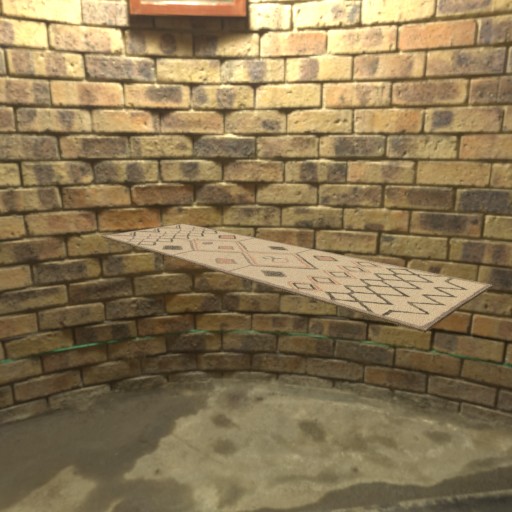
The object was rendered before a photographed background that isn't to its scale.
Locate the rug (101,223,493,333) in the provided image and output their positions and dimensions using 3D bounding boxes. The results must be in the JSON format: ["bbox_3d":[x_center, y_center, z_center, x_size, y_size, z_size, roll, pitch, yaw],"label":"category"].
[{"bbox_3d":[0.000,0.000,2.677,2.435,0.011,0.750,13,19,43],"label":"rug"}]
